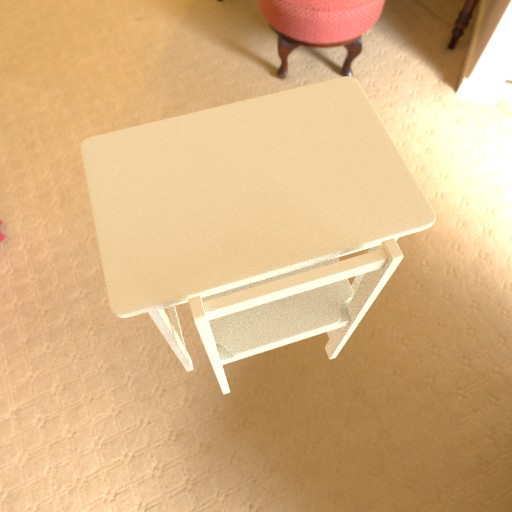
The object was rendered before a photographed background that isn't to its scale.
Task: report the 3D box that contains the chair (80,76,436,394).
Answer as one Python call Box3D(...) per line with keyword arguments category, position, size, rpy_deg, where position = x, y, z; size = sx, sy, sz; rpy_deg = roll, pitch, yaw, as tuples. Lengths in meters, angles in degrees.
Box3D(category="chair", position=(0.000, 0.000, 1.073), size=(0.599, 0.673, 0.461), rpy_deg=(-16, 65, -8))
